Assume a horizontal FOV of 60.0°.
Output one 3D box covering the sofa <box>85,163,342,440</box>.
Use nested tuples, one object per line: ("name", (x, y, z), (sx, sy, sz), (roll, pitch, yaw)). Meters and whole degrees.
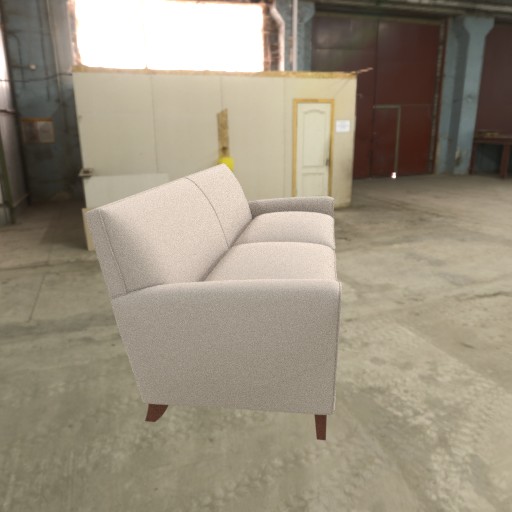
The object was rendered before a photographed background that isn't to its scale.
("sofa", (0.000, 0.000, 2.442), (0.875, 0.846, 2.000), (2, 16, 8))
